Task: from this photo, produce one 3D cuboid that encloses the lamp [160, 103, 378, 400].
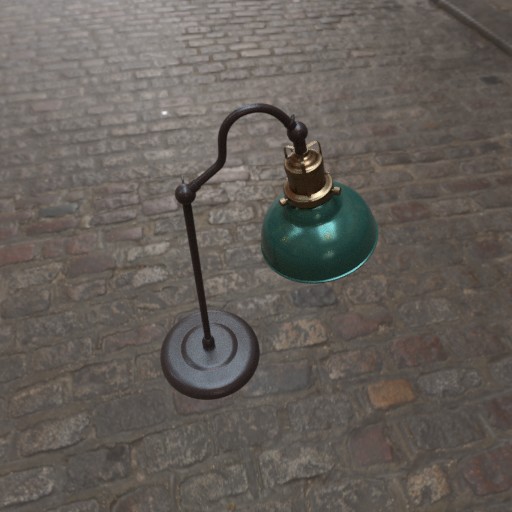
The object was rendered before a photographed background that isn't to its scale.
[{"bbox_3d":[0.000,0.000,0.691,0.374,0.508,0.192,-10,48,-9],"label":"lamp"}]
